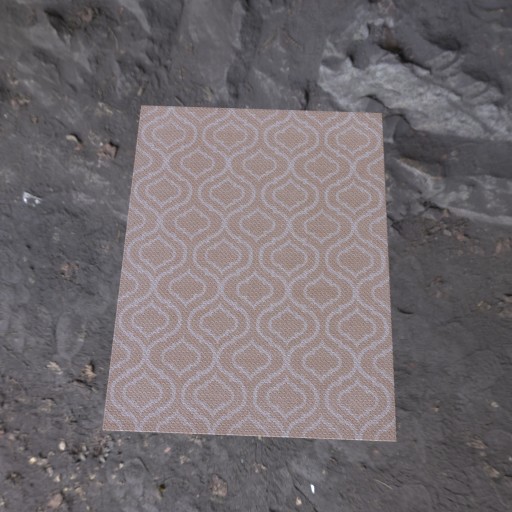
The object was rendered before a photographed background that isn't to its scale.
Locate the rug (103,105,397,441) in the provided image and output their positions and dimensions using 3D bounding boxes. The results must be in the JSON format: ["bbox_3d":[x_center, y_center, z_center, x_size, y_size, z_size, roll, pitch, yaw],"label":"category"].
[{"bbox_3d":[0.000,0.000,3.824,2.286,0.013,2.894,2,75,1],"label":"rug"}]
